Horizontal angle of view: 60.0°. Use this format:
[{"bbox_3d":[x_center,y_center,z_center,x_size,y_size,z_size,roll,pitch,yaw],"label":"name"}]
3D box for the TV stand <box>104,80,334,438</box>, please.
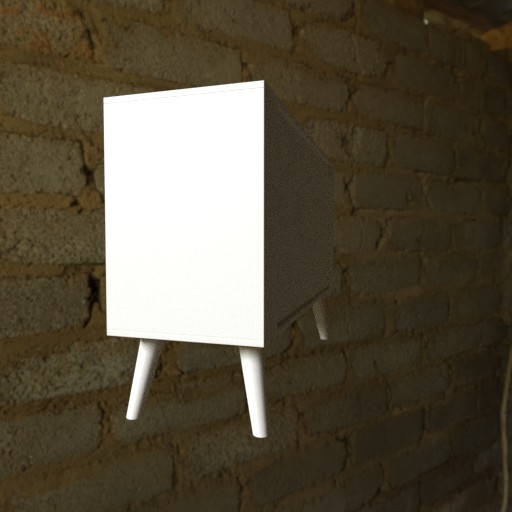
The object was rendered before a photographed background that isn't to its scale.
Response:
[{"bbox_3d":[0.000,0.000,1.602,0.406,0.812,1.193,1,3,17],"label":"TV stand"}]
